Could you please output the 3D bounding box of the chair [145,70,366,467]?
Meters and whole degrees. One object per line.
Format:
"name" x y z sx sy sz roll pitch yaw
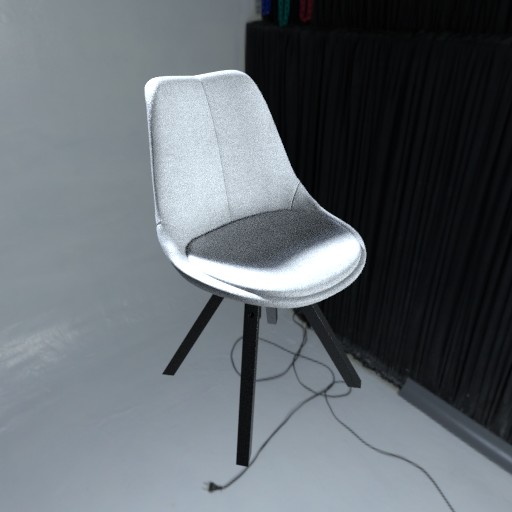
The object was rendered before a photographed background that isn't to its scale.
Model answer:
"chair" 0.000 0.000 1.169 0.485 0.850 0.550 -21 36 -33
